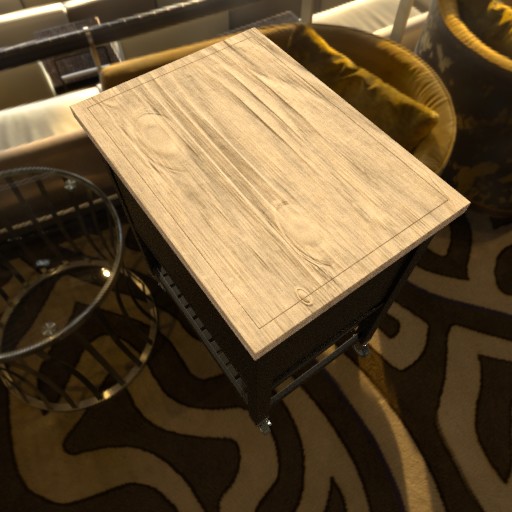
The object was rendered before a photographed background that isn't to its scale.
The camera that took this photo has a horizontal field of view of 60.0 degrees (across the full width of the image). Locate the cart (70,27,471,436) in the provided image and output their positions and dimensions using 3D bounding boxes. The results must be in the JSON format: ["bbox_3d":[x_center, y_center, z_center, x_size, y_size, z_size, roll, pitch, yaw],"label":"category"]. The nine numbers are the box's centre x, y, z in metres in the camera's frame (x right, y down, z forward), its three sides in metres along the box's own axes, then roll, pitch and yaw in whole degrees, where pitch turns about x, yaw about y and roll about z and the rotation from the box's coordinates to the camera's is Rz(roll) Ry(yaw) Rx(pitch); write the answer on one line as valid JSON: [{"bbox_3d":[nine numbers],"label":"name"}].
[{"bbox_3d":[0.000,0.000,1.412,0.567,0.920,0.797,-32,64,-18],"label":"cart"}]
